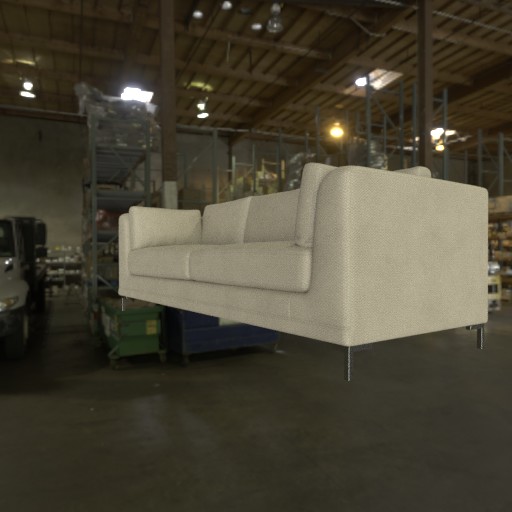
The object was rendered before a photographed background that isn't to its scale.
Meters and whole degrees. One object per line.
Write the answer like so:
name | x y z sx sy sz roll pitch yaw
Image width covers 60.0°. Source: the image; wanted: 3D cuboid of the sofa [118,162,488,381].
sofa | 0.000 0.000 2.783 0.969 0.867 2.415 0 0 -36
